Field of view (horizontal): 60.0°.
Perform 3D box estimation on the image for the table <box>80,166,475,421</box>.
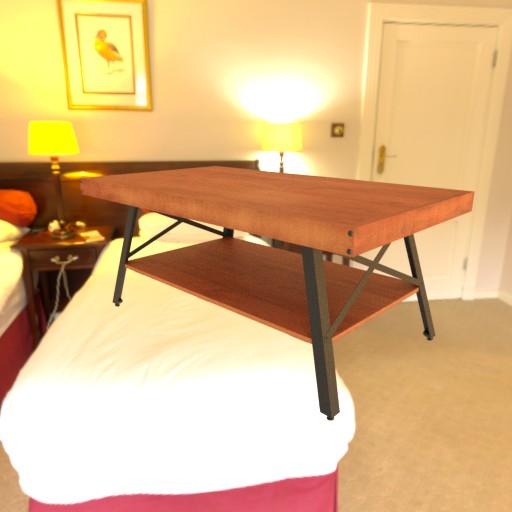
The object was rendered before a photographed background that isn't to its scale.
[{"bbox_3d":[0.000,0.000,1.415,1.067,0.457,0.610,15,23,42],"label":"table"}]
